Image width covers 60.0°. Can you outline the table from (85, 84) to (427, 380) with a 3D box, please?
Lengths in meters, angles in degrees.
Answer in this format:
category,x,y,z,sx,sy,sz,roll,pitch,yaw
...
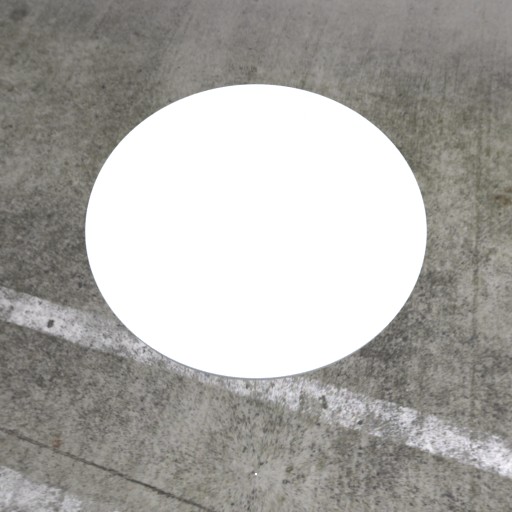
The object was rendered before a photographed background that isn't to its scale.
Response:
category,x,y,z,sx,sy,sz,roll,pitch,yaw
table,0.000,0.000,0.968,0.600,0.400,0.600,0,64,0
